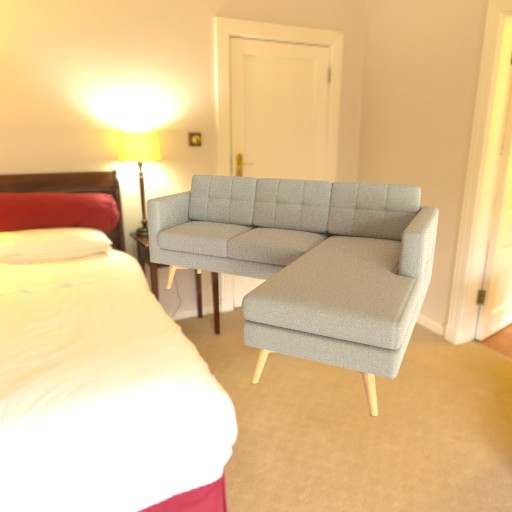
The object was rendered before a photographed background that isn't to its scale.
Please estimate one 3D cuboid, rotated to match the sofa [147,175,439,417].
[{"bbox_3d":[0.000,0.000,2.843,2.040,0.860,1.530,8,17,25],"label":"sofa"}]
